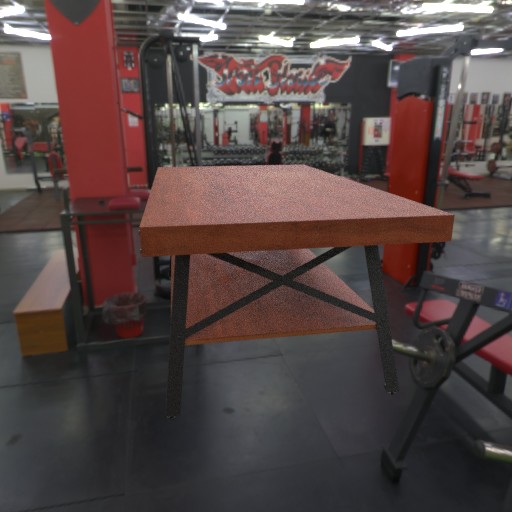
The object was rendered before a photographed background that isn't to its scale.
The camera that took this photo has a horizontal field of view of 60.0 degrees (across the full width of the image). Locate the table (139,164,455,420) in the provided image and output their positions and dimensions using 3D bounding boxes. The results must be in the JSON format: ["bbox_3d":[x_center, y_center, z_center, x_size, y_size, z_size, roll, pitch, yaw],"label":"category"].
[{"bbox_3d":[0.000,0.000,1.393,0.610,0.457,1.067,-3,17,-10],"label":"table"}]
